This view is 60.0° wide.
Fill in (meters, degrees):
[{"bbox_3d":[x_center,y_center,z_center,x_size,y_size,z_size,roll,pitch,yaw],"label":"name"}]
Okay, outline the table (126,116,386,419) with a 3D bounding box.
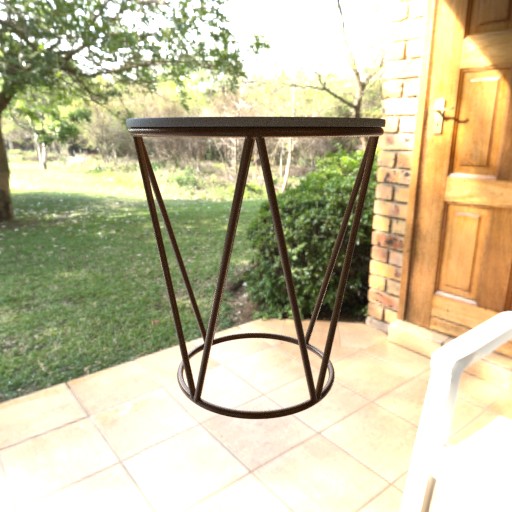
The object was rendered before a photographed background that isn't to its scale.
[{"bbox_3d":[0.000,0.000,0.962,0.500,0.564,0.500,0,16,0],"label":"table"}]
